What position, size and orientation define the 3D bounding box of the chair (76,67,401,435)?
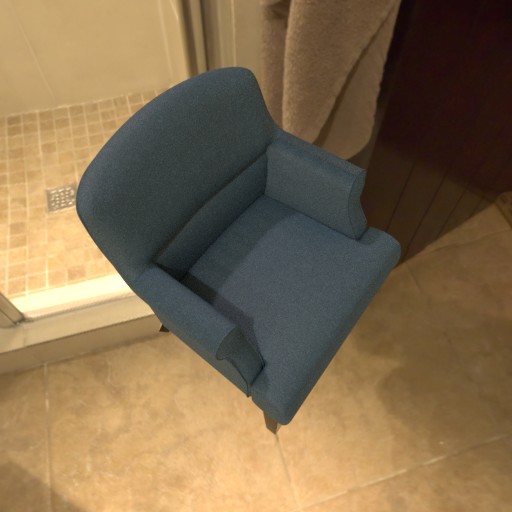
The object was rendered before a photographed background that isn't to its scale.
[{"bbox_3d":[0.000,0.000,1.455,0.754,0.878,0.770,32,63,19],"label":"chair"}]
